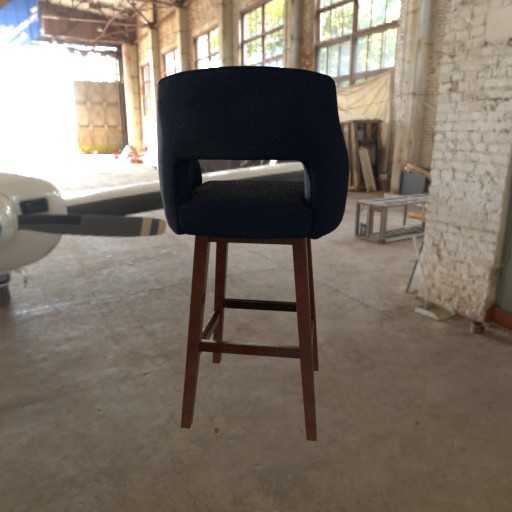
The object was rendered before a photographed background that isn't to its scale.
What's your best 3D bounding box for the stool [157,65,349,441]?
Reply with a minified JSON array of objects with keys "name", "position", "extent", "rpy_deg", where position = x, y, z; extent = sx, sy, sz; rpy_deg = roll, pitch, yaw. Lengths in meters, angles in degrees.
[{"name":"stool","position":[0.000,0.000,1.401],"extent":[0.550,1.041,0.560],"rpy_deg":[2,15,8]}]
